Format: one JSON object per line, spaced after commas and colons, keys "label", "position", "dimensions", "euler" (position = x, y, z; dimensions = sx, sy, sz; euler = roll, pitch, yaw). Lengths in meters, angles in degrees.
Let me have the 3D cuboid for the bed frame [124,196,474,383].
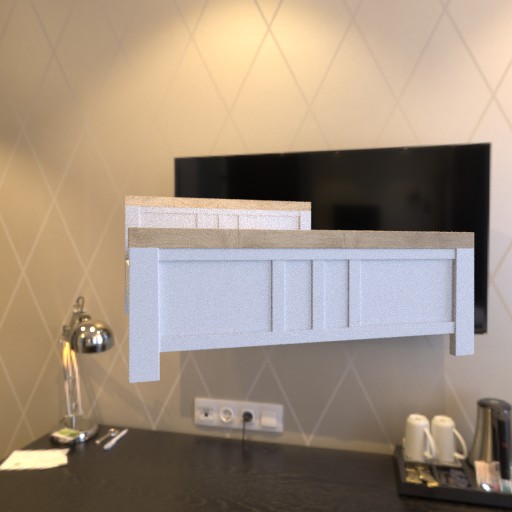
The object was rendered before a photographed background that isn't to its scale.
{"label": "bed frame", "position": [0.000, 0.000, 2.961], "dimensions": [1.670, 0.980, 2.050], "euler": [0, 1, -17]}
